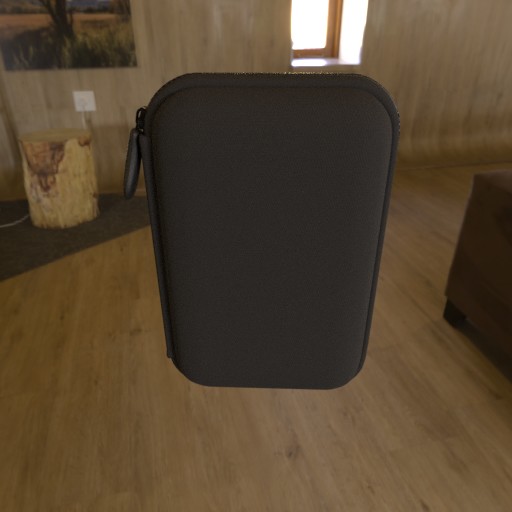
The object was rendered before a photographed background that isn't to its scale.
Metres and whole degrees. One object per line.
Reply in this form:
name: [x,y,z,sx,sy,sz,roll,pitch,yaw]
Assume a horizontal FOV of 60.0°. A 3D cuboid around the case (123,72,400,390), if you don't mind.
case: [0.000,0.000,0.192,0.107,0.147,0.030,1,28,2]
